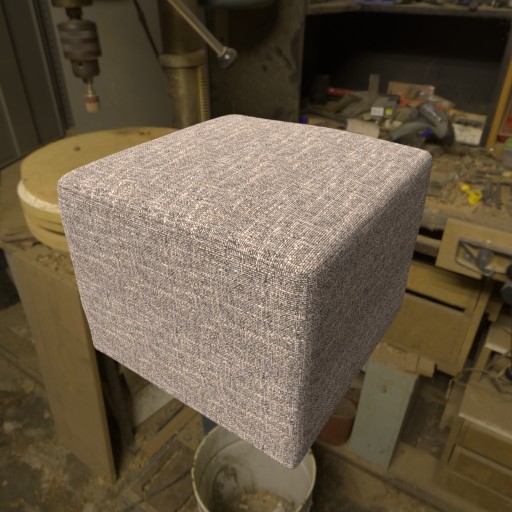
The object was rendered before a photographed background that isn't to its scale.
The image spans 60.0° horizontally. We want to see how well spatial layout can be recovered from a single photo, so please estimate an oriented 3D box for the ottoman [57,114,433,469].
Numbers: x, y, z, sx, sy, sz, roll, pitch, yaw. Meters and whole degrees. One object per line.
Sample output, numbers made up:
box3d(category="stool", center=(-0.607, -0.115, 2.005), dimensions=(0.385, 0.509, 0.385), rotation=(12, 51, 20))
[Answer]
box3d(category="ottoman", center=(0.000, 0.000, 0.910), dimensions=(0.512, 0.453, 0.521), rotation=(20, 38, 29))
